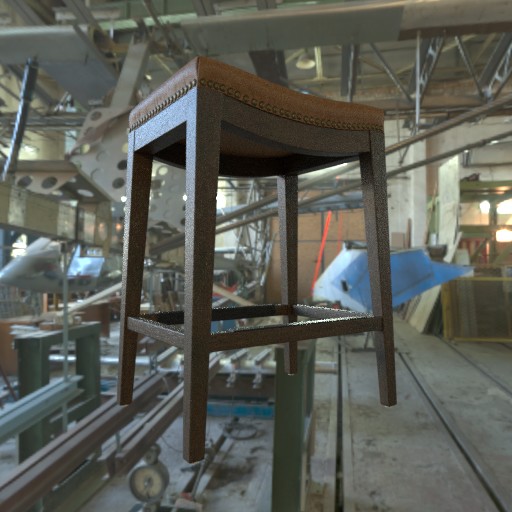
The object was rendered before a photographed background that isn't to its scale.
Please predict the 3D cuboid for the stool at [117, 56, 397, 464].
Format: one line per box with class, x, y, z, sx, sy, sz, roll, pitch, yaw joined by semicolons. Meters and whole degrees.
stool;0.000;0.000;0.978;0.500;0.660;0.361;1;-1;-35
